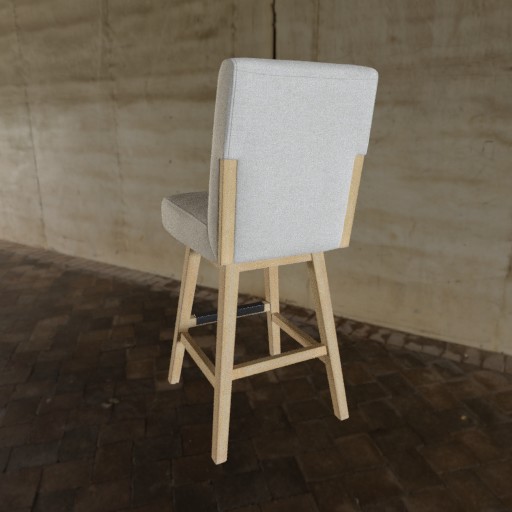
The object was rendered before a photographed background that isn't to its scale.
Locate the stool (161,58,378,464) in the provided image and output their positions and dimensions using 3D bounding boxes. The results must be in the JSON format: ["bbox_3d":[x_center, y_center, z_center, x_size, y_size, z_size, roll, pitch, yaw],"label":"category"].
[{"bbox_3d":[0.000,0.000,1.318,0.446,1.015,0.543,-8,18,-25],"label":"stool"}]
